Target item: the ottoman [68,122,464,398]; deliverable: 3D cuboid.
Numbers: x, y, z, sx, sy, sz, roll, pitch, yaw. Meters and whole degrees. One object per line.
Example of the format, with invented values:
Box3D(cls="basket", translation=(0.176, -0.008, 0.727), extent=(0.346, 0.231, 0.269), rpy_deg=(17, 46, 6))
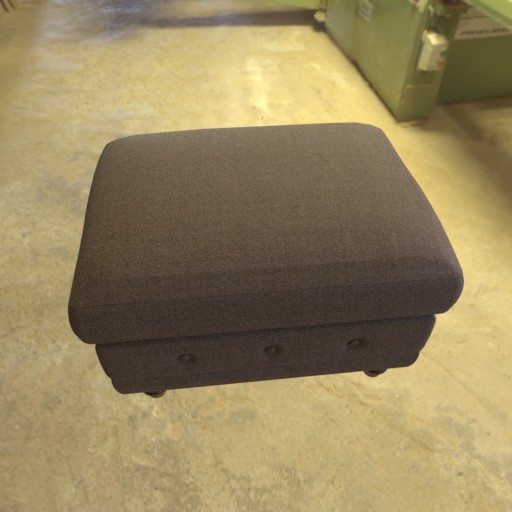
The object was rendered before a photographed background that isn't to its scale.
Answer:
Box3D(cls="ottoman", translation=(0.000, 0.000, 1.193), extent=(0.809, 0.555, 0.599), rpy_deg=(-4, 46, -4))
